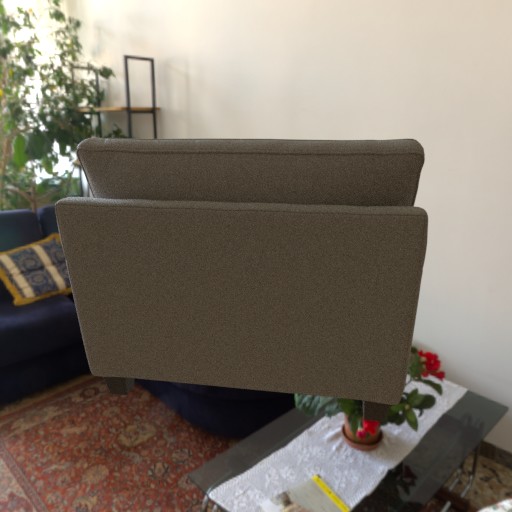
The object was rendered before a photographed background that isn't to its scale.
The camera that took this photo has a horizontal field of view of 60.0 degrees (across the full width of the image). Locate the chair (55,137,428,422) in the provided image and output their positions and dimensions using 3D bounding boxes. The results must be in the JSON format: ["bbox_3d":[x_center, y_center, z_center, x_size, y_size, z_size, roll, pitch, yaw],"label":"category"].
[{"bbox_3d":[0.000,0.000,1.937,1.220,1.016,1.040,3,17,9],"label":"chair"}]
